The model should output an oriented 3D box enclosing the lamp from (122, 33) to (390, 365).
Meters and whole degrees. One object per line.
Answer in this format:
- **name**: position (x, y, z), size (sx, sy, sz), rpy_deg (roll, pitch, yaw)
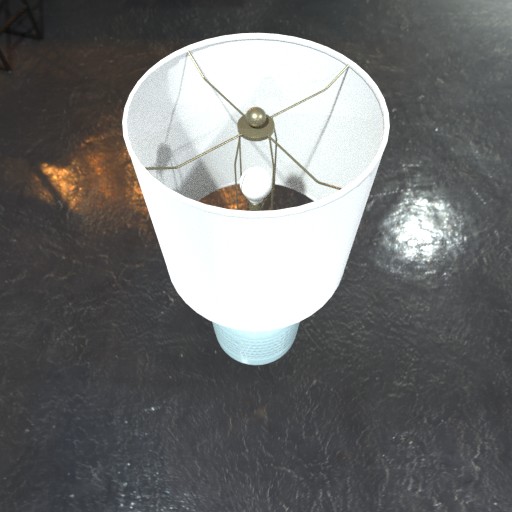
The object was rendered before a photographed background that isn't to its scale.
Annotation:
- **lamp**: position (0.000, 0.000, 1.069), size (0.418, 0.871, 0.418), rpy_deg (1, 58, 1)
